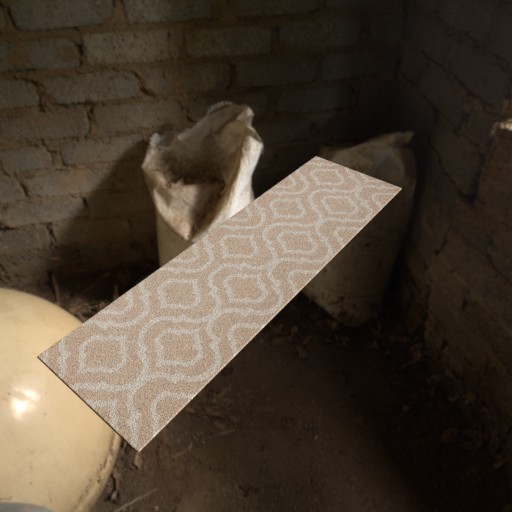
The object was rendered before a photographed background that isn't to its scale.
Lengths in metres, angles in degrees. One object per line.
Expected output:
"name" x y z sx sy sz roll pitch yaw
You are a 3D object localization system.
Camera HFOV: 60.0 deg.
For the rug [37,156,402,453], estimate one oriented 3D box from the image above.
"rug" 0.000 0.000 2.493 0.691 0.013 2.289 28 49 28
